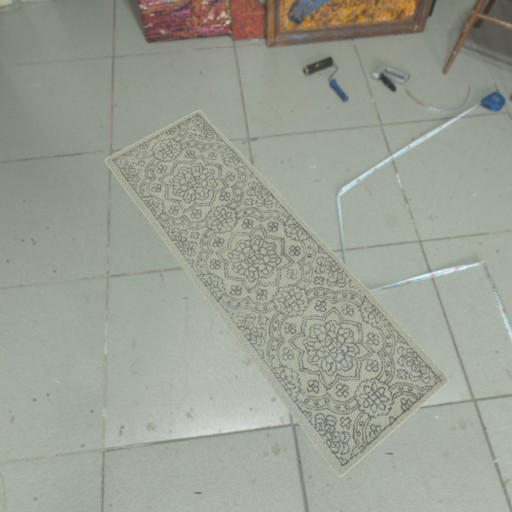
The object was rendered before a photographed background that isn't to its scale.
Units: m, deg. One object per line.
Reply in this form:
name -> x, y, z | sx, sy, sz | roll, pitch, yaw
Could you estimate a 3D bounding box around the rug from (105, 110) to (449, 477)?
rug -> 0.000, 0.000, 2.701 | 0.806, 0.006, 2.431 | -34, 68, -16
